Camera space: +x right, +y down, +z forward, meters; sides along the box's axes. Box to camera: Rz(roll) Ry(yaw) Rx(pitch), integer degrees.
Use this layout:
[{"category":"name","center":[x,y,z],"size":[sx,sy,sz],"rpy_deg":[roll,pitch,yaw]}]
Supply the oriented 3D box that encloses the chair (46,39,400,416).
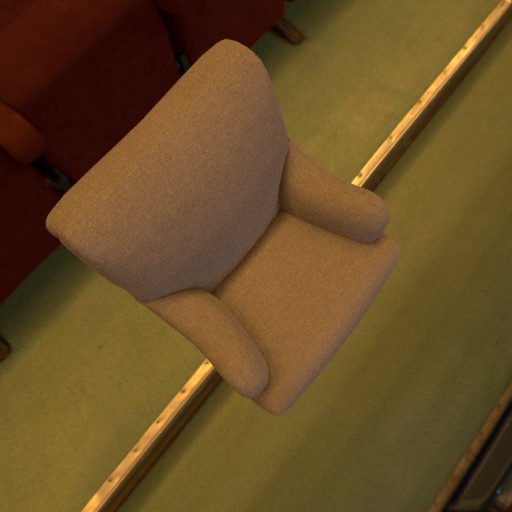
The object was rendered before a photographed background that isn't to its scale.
[{"category":"chair","center":[0.000,0.000,1.525],"size":[0.843,0.942,0.766],"rpy_deg":[37,78,10]}]
